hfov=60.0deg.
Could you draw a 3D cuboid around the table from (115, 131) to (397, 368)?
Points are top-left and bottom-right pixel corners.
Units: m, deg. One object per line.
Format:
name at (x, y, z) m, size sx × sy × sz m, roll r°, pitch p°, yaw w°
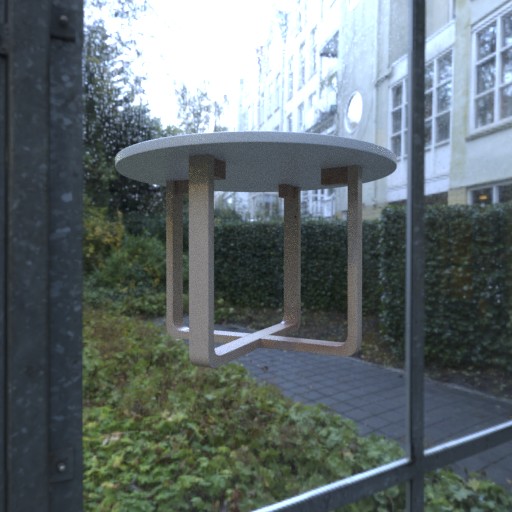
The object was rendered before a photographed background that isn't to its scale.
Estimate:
table at (0.000, 0.000, 0.993) m, size 0.600 × 0.400 × 0.600 m, roll 0°, pitch 1°, yaw 0°
